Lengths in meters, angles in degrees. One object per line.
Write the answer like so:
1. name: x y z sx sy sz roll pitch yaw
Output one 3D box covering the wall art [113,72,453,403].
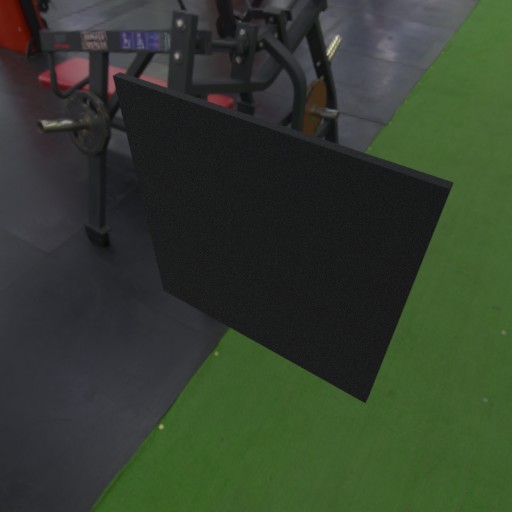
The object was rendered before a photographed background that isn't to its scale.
1. wall art: 0.000 0.000 0.684 0.456 0.458 0.013 25 51 22
